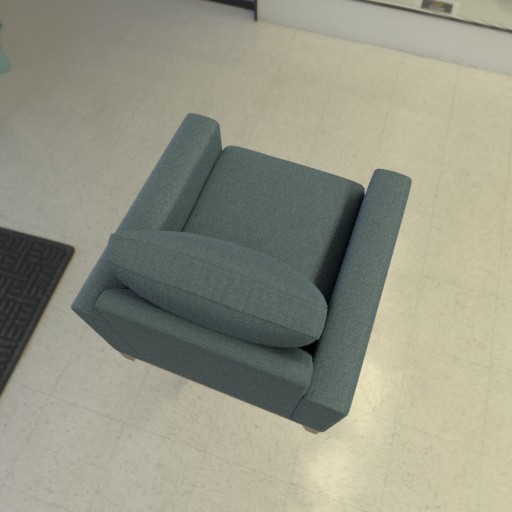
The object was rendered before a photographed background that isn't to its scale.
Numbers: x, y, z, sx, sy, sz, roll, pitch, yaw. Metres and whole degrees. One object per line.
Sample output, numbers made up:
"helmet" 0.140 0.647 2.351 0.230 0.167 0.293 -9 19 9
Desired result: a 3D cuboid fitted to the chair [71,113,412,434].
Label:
"chair" 0.000 0.000 1.868 1.024 1.010 1.038 19 65 9
